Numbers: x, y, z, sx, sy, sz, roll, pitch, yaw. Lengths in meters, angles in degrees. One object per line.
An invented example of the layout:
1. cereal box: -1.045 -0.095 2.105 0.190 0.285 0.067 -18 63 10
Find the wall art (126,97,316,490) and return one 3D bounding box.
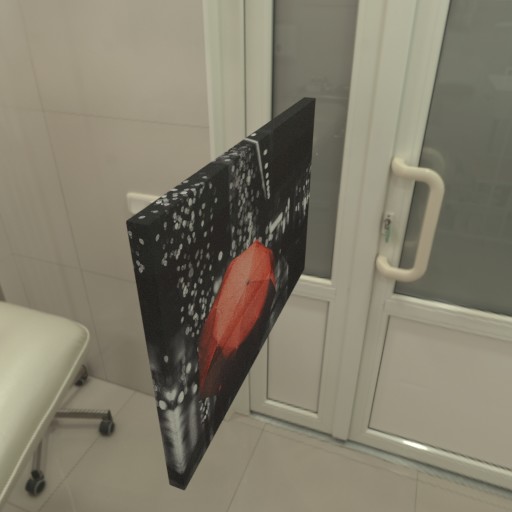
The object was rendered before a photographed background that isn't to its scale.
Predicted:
1. wall art: 0.000 0.000 1.127 0.038 0.609 0.914 11 32 18
